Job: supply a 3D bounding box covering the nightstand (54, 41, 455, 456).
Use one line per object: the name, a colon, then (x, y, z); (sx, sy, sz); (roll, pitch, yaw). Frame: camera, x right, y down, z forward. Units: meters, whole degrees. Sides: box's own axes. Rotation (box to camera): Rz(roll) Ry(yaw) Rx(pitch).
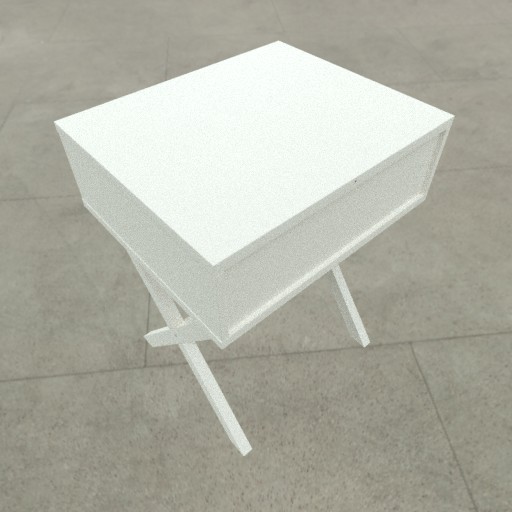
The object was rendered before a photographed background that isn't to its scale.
nightstand: (0.000, 0.000, 0.915); (0.479, 0.623, 0.402); (-33, 55, -27)
